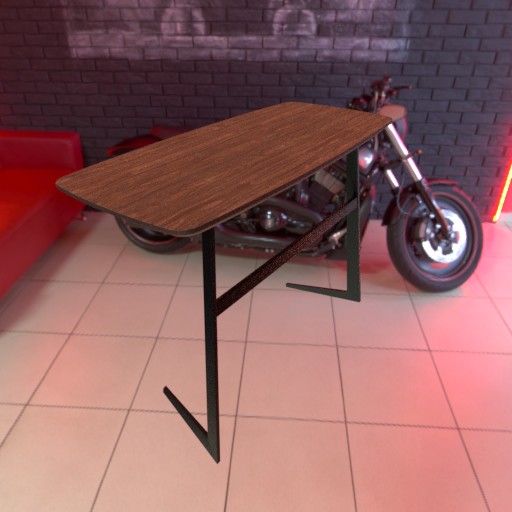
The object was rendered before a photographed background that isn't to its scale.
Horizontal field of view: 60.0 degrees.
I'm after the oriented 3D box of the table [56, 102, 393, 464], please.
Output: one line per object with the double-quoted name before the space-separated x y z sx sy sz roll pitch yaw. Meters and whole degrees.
"table" 0.000 0.000 1.115 0.361 0.576 0.804 21 37 30
